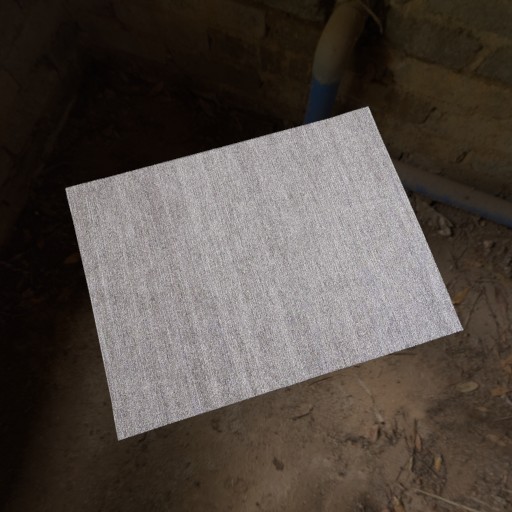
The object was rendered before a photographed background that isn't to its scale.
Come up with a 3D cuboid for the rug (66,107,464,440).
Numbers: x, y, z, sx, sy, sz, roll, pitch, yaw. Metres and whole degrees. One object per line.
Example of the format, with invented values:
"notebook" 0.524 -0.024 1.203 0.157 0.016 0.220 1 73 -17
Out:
"rug" 0.000 0.000 4.186 3.202 0.045 2.434 -16 75 -5
